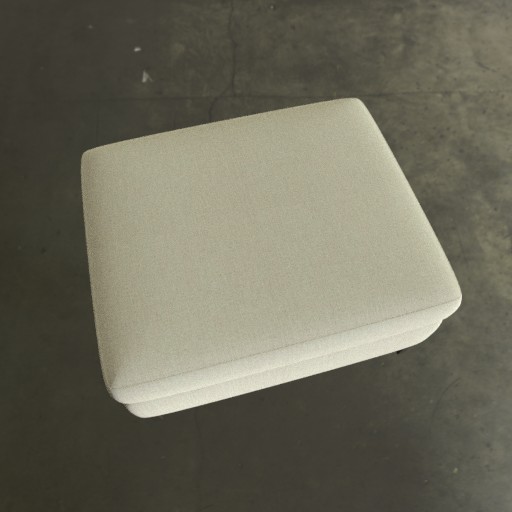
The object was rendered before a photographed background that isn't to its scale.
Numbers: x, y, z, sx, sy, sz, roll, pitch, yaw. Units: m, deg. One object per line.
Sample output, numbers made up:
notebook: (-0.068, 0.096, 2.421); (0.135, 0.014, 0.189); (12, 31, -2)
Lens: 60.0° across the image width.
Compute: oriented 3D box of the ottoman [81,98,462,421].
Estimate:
ottoman: (0.000, 0.000, 1.198); (0.794, 0.453, 0.657); (-13, 63, -7)
